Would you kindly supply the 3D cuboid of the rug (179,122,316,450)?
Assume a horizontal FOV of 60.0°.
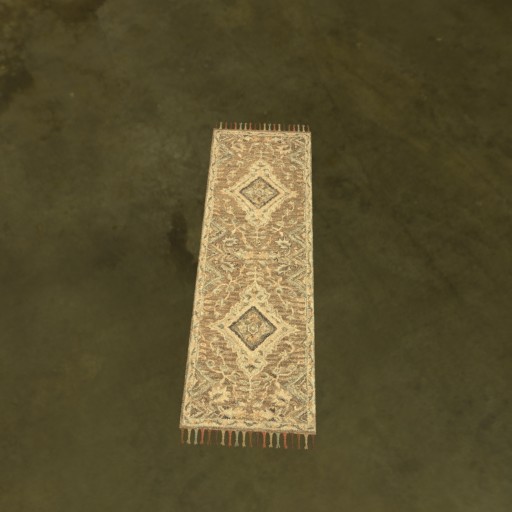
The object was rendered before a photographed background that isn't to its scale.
[{"bbox_3d":[0.000,0.000,2.871,1.324,0.018,2.378,17,64,8],"label":"rug"}]
